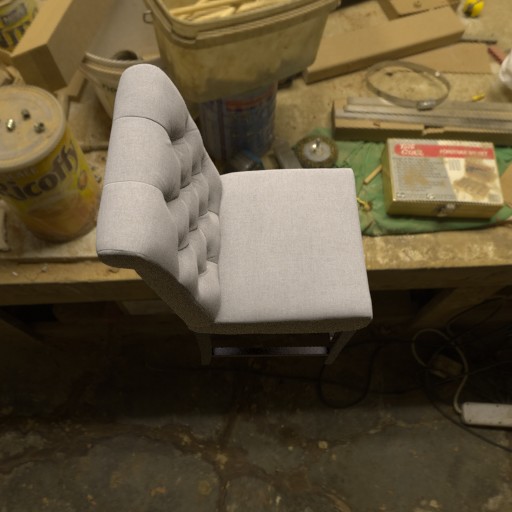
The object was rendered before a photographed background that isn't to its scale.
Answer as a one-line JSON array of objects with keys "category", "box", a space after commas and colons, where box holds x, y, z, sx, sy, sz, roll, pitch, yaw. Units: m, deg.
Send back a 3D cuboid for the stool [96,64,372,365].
[{"category": "stool", "box": [0.000, 0.000, 1.330, 0.601, 1.040, 0.493, -1, 65, 0]}]
